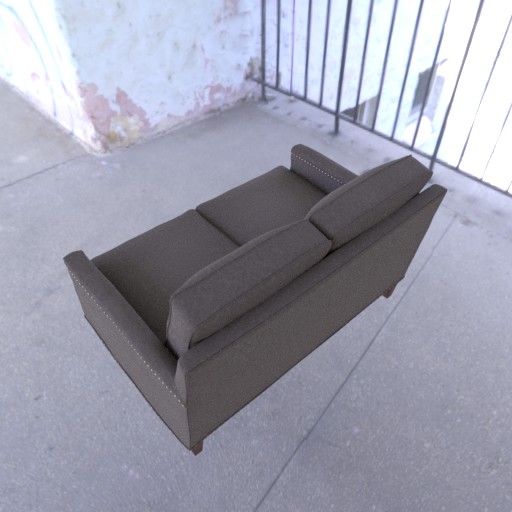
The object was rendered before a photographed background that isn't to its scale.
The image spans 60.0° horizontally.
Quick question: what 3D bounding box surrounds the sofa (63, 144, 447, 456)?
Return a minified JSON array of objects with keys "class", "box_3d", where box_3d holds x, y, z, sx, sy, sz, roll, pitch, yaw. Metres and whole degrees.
[{"class":"sofa","box_3d":[0.000,0.000,2.274,1.597,1.003,1.084,-31,53,-28]}]
